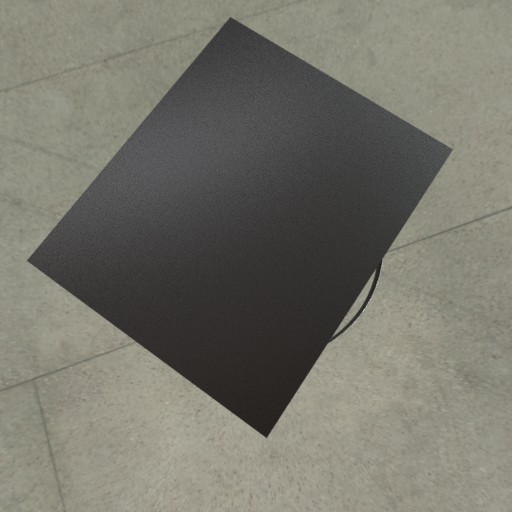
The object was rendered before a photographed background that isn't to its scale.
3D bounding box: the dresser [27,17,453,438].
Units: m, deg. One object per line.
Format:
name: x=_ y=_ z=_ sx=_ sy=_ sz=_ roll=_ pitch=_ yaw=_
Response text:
dresser: x=0.000 y=0.000 z=0.749 sx=0.360 sy=0.470 sz=0.400 roll=34 pitch=79 yaw=8
